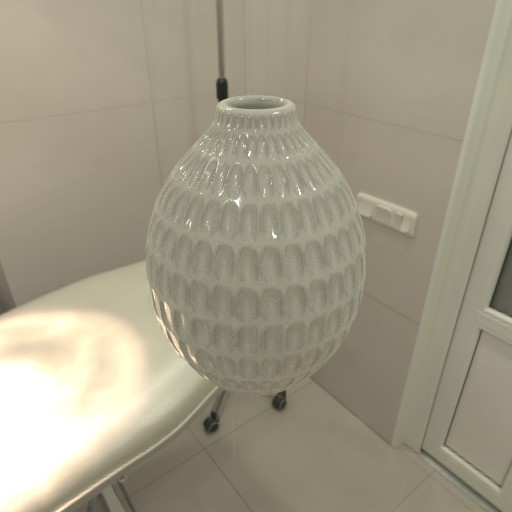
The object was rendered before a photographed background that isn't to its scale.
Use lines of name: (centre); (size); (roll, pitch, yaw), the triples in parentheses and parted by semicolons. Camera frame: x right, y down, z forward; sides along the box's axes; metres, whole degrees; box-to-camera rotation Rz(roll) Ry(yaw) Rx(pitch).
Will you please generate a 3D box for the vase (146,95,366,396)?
vase: (0.000, 0.000, 0.333); (0.162, 0.223, 0.162); (0, 30, 0)
